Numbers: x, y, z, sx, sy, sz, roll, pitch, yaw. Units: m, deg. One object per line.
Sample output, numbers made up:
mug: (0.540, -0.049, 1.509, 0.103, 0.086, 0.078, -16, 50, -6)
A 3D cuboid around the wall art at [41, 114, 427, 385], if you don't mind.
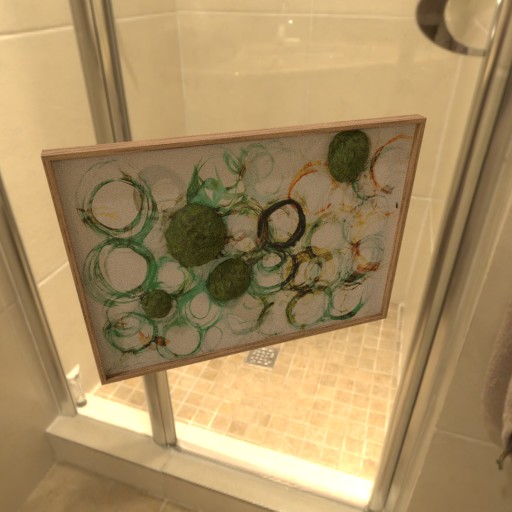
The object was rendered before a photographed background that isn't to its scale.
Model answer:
wall art: (0.000, 0.000, 1.097, 0.841, 0.609, 0.063, -10, 33, -16)
